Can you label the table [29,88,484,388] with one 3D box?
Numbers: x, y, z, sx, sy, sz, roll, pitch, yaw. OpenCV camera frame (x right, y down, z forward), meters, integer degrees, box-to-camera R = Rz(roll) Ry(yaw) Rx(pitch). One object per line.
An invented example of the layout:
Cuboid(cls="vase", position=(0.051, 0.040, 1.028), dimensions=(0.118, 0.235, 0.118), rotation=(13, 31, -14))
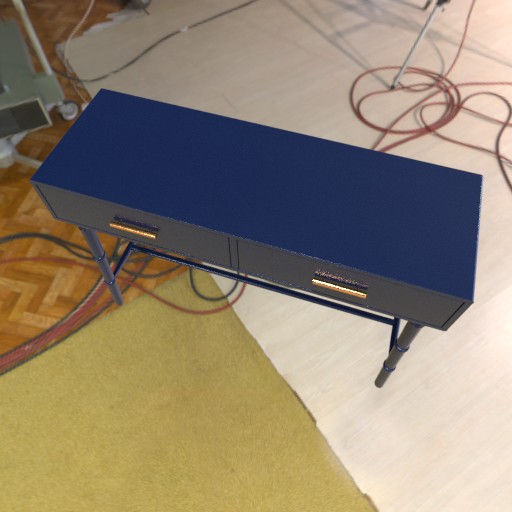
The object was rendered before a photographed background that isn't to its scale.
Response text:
Cuboid(cls="table", position=(0.000, 0.000, 1.459), dimensions=(1.118, 0.749, 0.399), rotation=(16, 60, 9))
